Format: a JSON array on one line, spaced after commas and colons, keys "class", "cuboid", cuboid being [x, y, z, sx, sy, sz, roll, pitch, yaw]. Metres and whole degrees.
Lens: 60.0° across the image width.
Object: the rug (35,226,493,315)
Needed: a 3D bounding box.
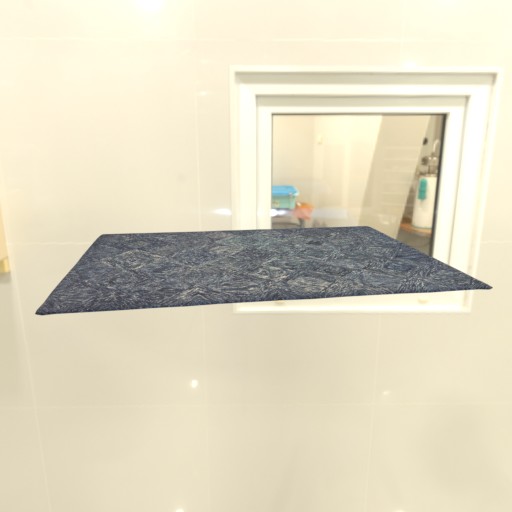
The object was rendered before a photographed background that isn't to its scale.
[{"class": "rug", "cuboid": [0.000, 0.000, 4.187, 3.245, 0.024, 2.385, -2, 15, -9]}]
